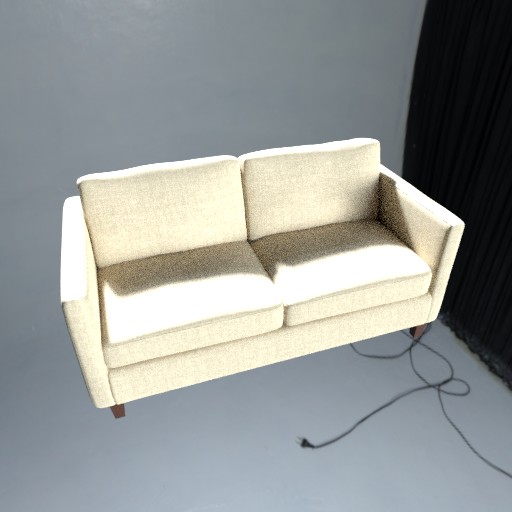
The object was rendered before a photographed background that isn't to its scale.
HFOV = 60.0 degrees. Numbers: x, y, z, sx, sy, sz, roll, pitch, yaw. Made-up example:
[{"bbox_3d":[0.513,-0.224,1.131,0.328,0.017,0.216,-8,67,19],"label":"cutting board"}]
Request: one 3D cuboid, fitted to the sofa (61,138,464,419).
[{"bbox_3d":[0.000,0.000,2.409,1.884,0.963,0.950,-11,36,-15],"label":"sofa"}]
